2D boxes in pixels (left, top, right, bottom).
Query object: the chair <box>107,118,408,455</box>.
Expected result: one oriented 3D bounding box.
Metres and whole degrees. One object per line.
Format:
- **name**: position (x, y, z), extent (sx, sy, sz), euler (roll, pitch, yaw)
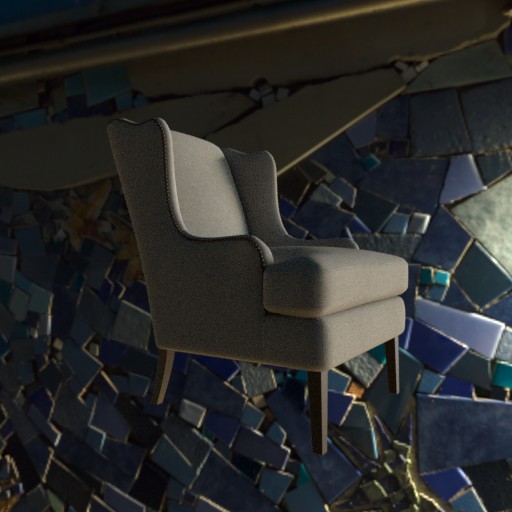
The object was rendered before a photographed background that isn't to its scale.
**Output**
- **chair**: position (0.000, 0.000, 1.663), extent (0.940, 1.029, 0.737), euler (1, 2, 36)
